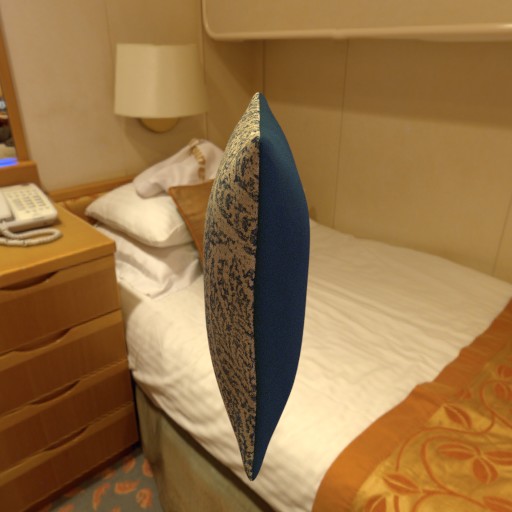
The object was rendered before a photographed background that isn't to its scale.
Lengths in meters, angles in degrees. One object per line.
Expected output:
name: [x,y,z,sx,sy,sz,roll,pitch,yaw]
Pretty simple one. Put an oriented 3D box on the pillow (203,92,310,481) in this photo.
pillow: [0.000,0.000,0.792,0.166,0.510,0.523,0,25,0]
